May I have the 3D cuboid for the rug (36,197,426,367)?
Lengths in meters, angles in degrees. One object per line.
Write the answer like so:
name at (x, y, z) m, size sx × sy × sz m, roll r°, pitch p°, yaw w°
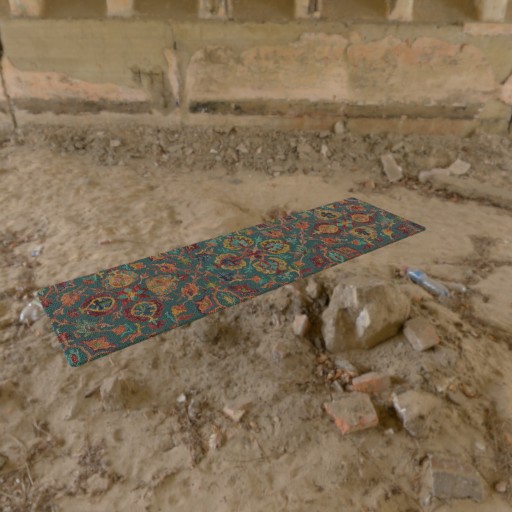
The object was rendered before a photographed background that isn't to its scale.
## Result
rug at (0.000, 0.000, 2.601) m, size 2.286 × 0.013 × 0.686 m, roll -19°, pitch 34°, yaw -30°
